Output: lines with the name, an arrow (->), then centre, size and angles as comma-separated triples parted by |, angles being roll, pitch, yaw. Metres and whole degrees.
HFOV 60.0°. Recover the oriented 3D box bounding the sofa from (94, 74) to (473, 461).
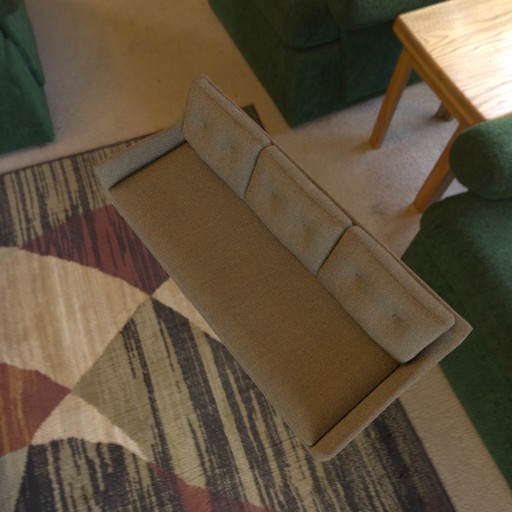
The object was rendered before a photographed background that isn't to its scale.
sofa -> 0.000, 0.000, 2.489 | 0.849, 0.837, 2.060 | -36, 69, -16
